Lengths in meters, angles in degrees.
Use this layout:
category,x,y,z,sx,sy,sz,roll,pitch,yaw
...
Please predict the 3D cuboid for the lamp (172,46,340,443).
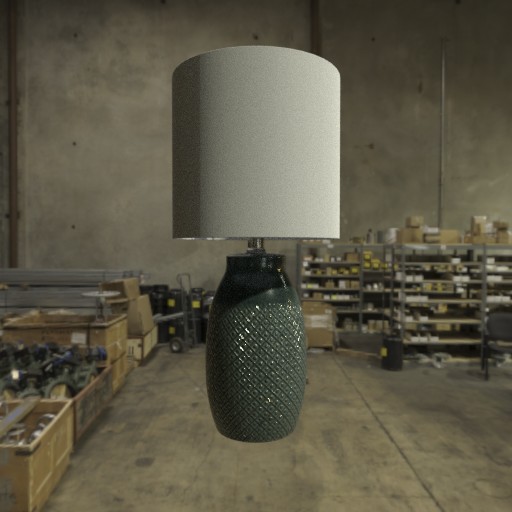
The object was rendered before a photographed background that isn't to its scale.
category,x,y,z,sx,sy,sz,roll,pitch,yaw
lamp,0.000,0.000,0.585,0.217,0.453,0.217,0,1,-1
